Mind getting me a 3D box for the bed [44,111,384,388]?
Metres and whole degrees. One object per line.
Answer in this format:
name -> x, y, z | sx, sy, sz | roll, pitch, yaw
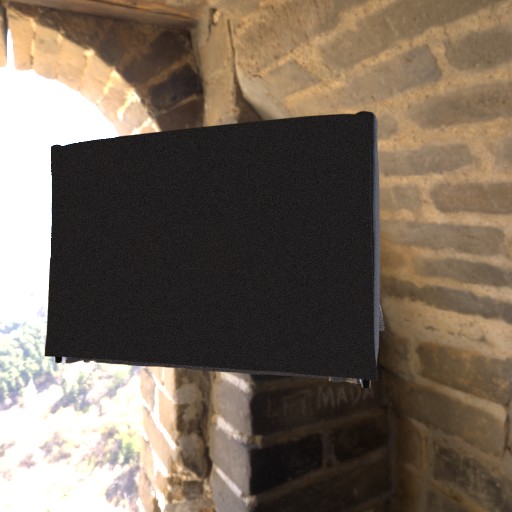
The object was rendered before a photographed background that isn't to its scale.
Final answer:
bed -> 0.000, 0.000, 3.429 | 1.925, 1.332, 2.276 | -1, -2, 18
